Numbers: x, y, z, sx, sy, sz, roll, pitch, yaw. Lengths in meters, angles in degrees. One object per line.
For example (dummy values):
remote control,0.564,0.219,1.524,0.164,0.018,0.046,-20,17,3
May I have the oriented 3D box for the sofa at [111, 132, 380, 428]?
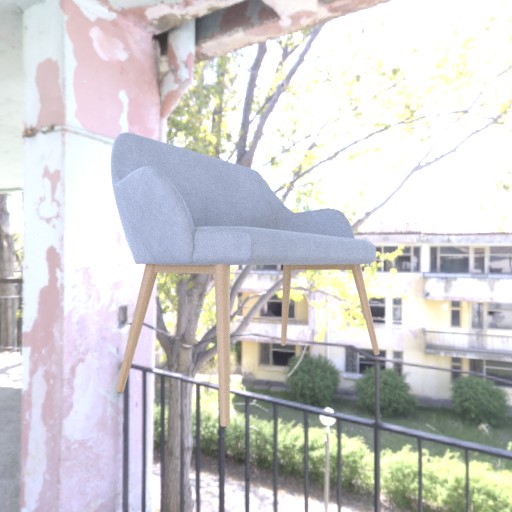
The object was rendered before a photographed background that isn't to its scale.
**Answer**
sofa,0.000,0.000,1.640,0.610,0.840,1.150,-1,-1,35
